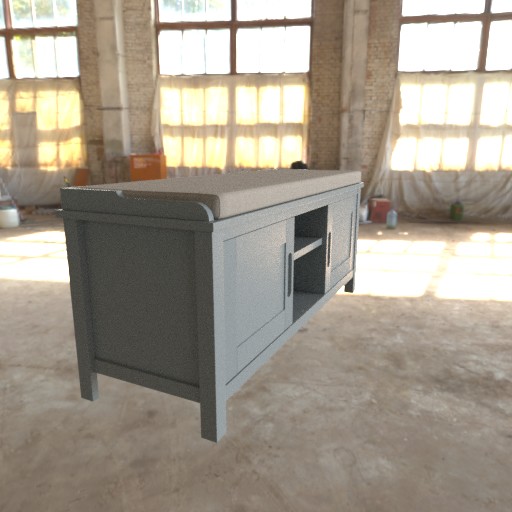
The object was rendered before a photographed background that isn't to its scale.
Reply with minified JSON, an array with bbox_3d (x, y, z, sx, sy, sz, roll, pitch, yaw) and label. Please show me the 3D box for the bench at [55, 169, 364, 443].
[{"bbox_3d":[0.000,0.000,1.410,0.398,0.501,1.140,7,15,26],"label":"bench"}]
